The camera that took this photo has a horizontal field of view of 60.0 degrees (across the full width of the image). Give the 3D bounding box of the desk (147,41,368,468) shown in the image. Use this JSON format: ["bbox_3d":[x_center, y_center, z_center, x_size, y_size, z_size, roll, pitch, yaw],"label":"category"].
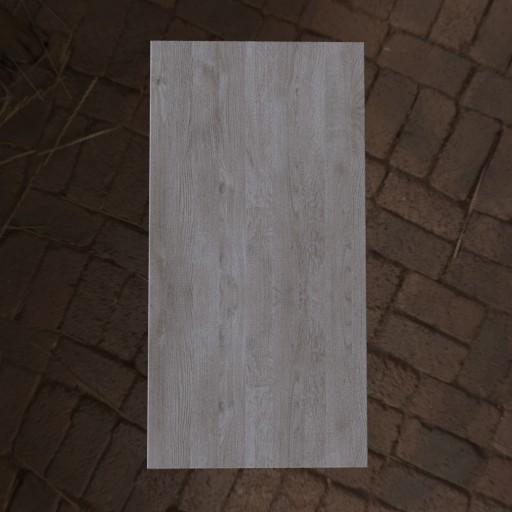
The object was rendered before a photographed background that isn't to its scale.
[{"bbox_3d":[0.000,0.000,1.508,0.560,0.730,1.100,0,88,-1],"label":"desk"}]
